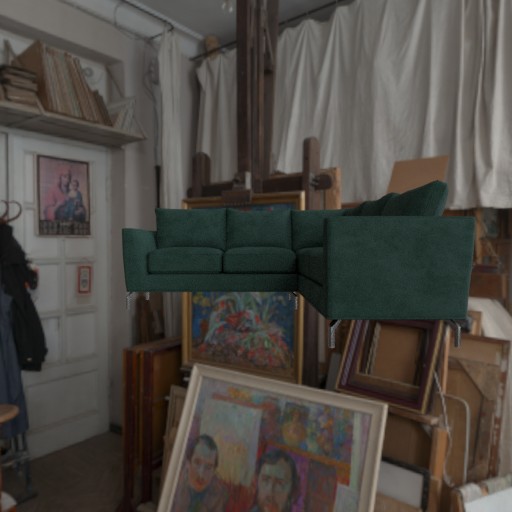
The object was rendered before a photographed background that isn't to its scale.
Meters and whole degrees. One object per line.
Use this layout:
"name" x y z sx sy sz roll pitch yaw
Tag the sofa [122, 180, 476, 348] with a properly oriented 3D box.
"sofa" 0.000 0.000 3.702 2.468 1.004 2.452 0 1 0
